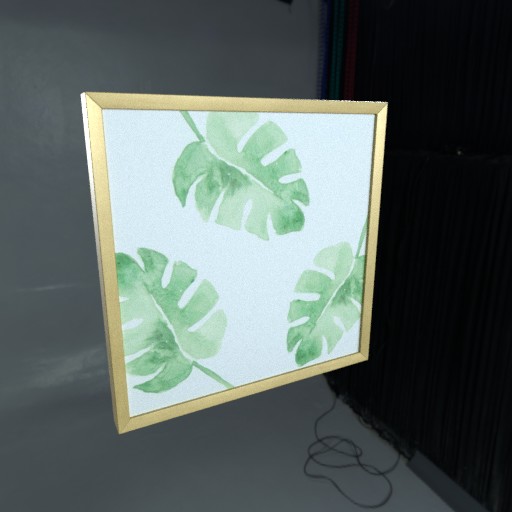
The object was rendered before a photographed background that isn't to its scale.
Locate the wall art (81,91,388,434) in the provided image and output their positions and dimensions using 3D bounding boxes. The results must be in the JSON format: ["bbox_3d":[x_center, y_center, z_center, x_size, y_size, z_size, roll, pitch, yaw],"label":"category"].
[{"bbox_3d":[0.000,0.000,0.758,0.508,0.508,0.038,-8,18,-27],"label":"wall art"}]
